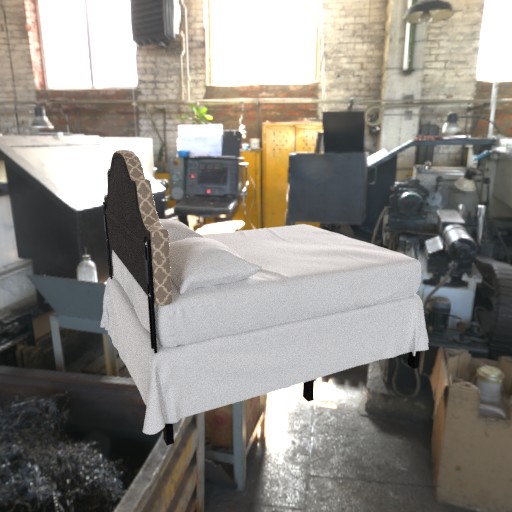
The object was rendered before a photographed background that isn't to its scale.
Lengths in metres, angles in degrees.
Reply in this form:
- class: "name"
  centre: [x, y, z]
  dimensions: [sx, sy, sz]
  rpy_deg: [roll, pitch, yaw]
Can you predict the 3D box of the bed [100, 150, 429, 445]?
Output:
- class: "bed"
  centre: [0.000, 0.000, 3.442]
  dimensions: [2.222, 1.633, 1.780]
  rpy_deg: [-8, 17, -26]
